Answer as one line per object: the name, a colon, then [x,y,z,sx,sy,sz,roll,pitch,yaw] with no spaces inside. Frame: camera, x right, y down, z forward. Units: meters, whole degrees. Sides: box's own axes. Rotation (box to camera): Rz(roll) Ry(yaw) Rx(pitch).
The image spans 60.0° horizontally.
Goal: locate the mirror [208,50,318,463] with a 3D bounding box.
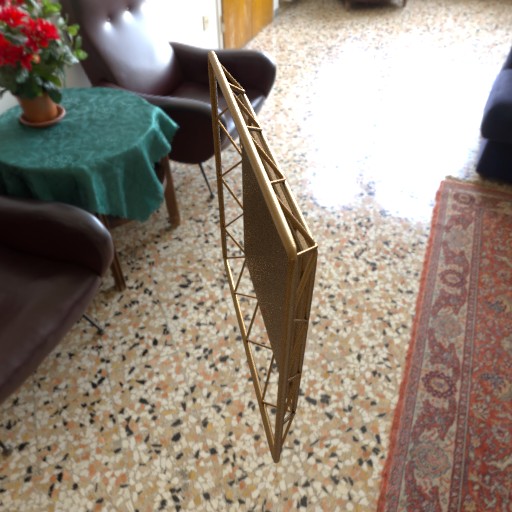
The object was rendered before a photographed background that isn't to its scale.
mirror: [0.000,0.000,0.617,0.046,0.414,0.416,-9,46,-9]
